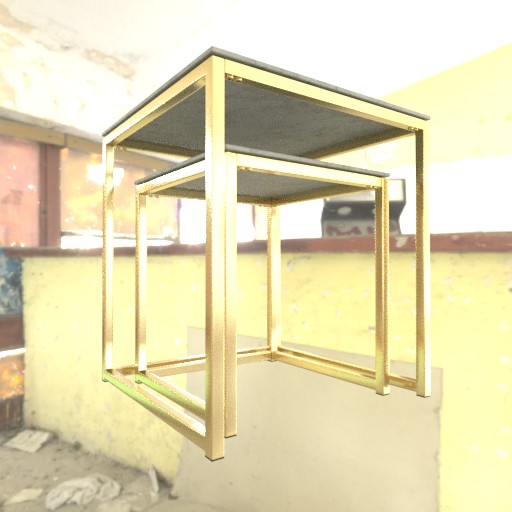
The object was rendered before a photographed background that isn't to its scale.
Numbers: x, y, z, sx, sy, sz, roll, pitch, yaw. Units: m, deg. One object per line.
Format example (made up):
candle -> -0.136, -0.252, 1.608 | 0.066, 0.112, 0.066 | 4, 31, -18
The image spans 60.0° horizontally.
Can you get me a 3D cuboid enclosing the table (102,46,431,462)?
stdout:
table -> 0.000, 0.000, 0.843 | 0.450, 0.500, 0.450 | 0, -1, -35
